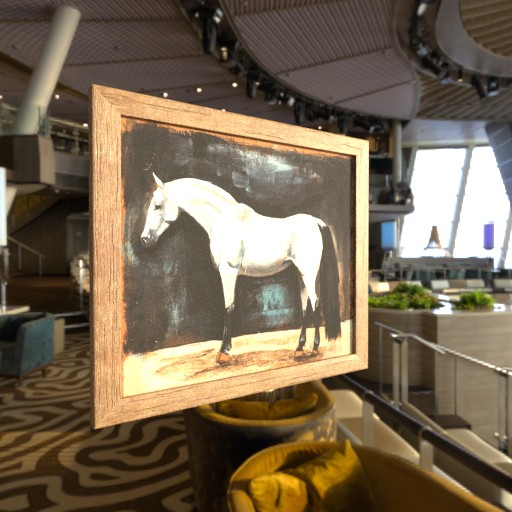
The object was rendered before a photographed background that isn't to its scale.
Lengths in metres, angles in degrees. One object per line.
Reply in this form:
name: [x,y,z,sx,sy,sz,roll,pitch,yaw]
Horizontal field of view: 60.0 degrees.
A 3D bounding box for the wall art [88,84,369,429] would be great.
wall art: [0.000,0.000,0.959,0.690,0.588,0.026,-1,1,-35]
